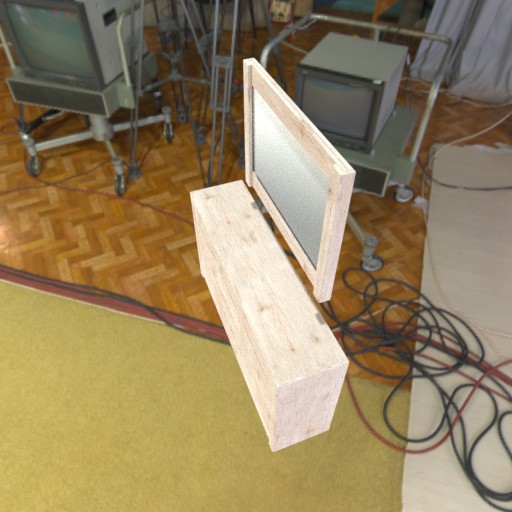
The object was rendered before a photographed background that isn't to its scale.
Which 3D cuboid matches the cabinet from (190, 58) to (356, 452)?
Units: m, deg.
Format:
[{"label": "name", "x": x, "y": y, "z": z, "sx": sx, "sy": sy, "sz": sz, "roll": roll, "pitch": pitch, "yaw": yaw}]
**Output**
[{"label": "cabinet", "x": 0.000, "y": 0.000, "z": 2.817, "sx": 0.420, "sy": 1.981, "sz": 1.700, "roll": -16, "pitch": 49, "yaw": -14}]
